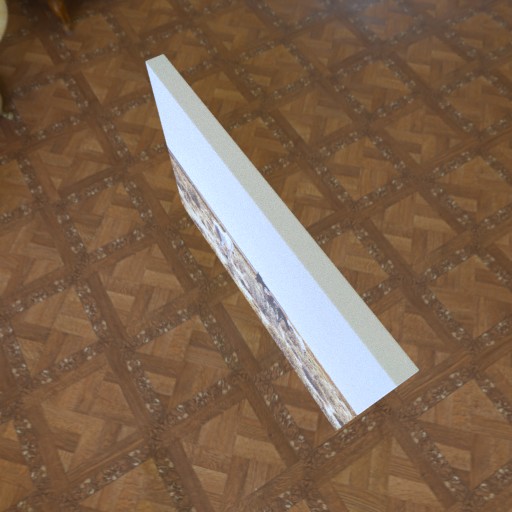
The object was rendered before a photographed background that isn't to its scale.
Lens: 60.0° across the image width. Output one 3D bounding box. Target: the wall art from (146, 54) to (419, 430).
[{"bbox_3d":[0.000,0.000,1.168,0.050,0.610,0.914,-30,66,-15],"label":"wall art"}]
